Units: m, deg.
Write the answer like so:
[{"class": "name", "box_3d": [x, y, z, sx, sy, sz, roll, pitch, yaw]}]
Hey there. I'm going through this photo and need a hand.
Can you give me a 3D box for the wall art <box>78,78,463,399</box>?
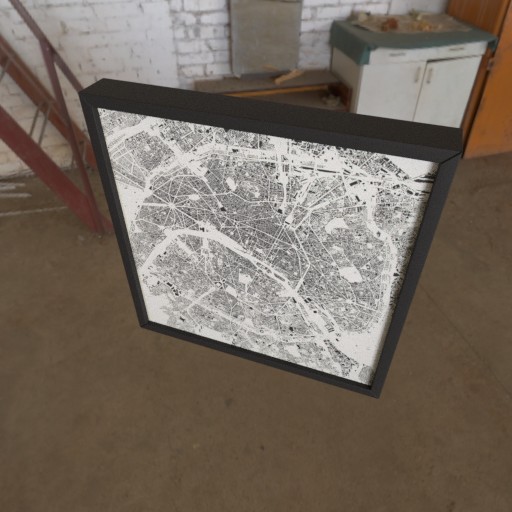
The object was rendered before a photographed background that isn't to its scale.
[{"class": "wall art", "box_3d": [0.000, 0.000, 0.446, 0.305, 0.305, 0.037, 13, 43, 15]}]
